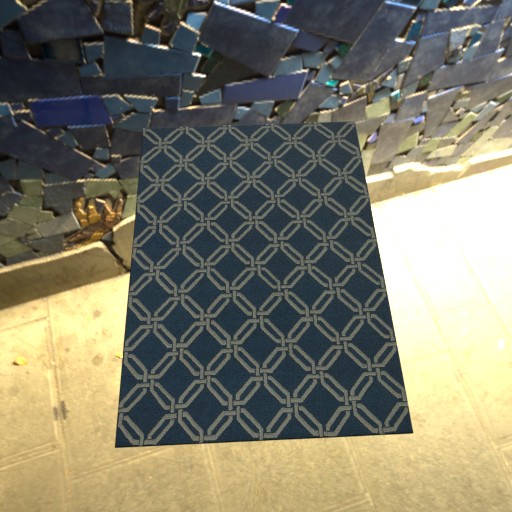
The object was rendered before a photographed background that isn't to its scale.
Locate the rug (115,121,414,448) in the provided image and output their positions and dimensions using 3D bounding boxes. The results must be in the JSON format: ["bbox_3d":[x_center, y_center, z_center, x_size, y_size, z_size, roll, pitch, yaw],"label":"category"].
[{"bbox_3d":[0.000,0.000,4.331,2.432,0.018,3.342,-2,64,-1],"label":"rug"}]
